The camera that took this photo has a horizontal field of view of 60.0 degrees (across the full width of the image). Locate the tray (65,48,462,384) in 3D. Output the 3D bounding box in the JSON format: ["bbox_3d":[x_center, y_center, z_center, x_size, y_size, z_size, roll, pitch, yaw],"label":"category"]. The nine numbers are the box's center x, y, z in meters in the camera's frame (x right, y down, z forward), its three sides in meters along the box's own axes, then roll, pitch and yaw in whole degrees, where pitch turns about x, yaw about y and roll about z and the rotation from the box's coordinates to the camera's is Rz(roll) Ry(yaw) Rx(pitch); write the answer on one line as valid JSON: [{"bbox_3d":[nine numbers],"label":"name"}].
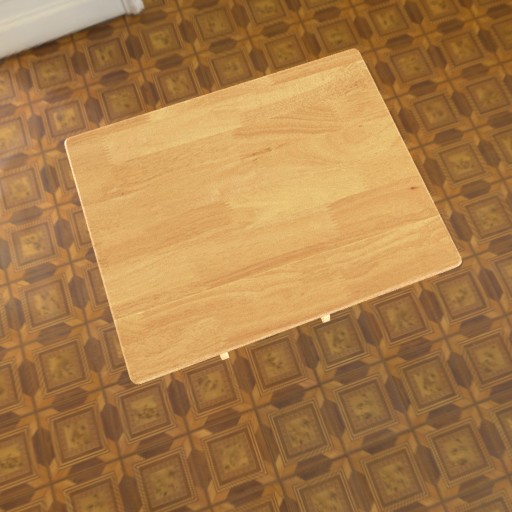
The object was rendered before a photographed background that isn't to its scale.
[{"bbox_3d":[0.000,0.000,0.961,0.483,0.660,0.381,-19,76,-5],"label":"tray"}]
